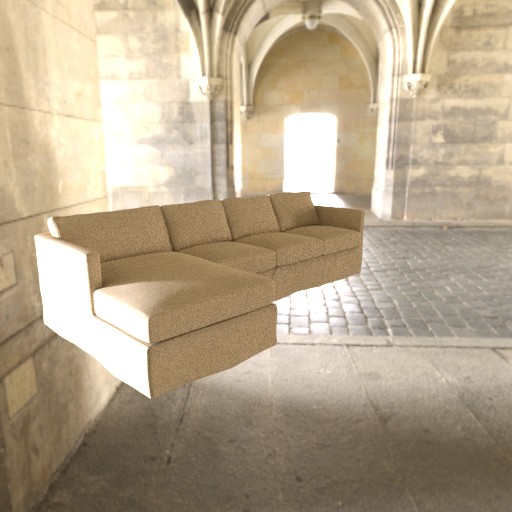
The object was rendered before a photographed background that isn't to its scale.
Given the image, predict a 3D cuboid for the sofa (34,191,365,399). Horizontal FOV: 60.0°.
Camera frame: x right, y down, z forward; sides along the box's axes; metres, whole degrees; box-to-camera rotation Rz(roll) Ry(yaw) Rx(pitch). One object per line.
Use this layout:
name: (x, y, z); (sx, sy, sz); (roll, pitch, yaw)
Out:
sofa: (0.000, 0.000, 3.942); (3.205, 0.922, 1.650); (-13, 18, -43)
